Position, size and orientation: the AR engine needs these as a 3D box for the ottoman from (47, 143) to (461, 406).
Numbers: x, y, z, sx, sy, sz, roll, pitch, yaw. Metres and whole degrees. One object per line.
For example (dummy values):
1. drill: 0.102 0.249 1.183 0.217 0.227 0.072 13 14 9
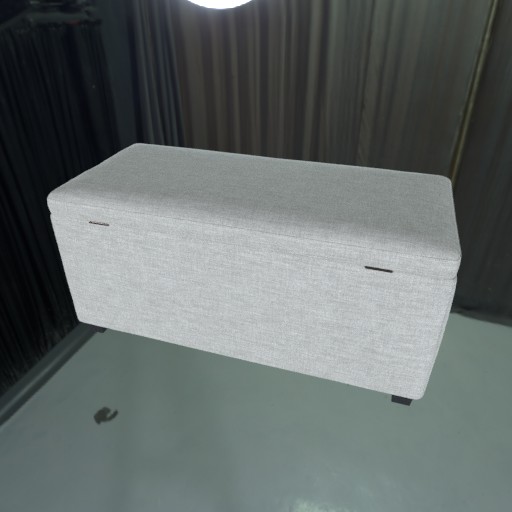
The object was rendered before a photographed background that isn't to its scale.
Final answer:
1. ottoman: 0.000 0.000 1.141 0.902 0.432 0.419 10 33 15
